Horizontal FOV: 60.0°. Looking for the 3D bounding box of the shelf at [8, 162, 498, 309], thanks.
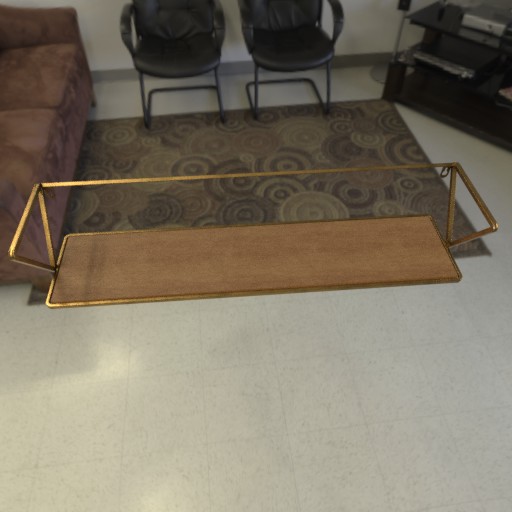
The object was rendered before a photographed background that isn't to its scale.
[{"bbox_3d":[0.000,0.000,0.714,0.645,0.229,0.150,-3,48,-3],"label":"shelf"}]
